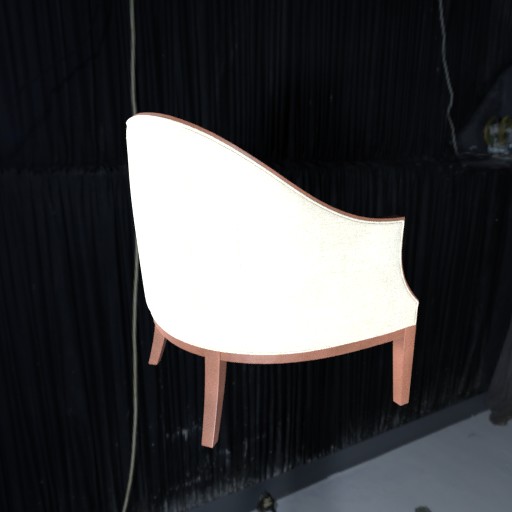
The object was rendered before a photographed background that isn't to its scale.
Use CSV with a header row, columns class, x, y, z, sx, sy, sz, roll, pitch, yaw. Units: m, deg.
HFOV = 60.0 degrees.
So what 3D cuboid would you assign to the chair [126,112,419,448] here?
class,x,y,z,sx,sy,sz,roll,pitch,yaw
chair,0.000,0.000,1.454,0.735,0.876,0.803,-8,17,-28
